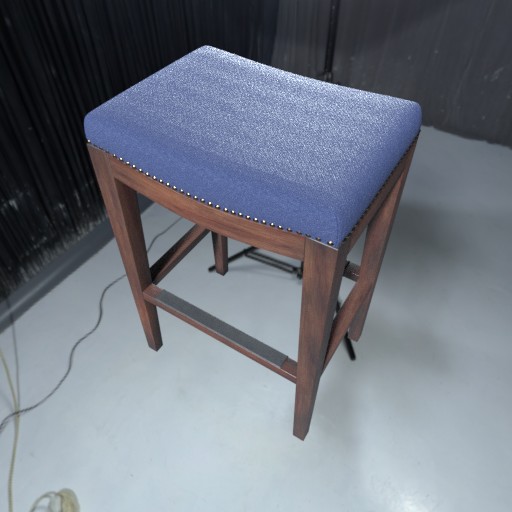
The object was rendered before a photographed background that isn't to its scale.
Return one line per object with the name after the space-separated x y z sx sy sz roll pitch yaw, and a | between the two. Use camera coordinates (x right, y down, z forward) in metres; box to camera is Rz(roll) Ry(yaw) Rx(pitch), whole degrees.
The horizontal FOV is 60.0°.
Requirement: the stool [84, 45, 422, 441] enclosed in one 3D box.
0.000 0.000 1.010 0.498 0.740 0.358 25 52 21 | stool
